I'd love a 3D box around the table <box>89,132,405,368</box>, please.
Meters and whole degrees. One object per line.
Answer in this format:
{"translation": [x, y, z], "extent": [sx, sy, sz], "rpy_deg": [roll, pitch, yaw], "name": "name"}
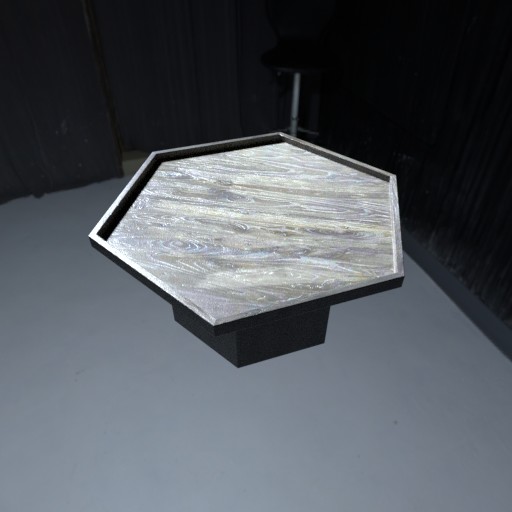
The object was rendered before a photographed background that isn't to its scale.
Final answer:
{"translation": [0.000, 0.000, 1.689], "extent": [1.115, 0.488, 0.966], "rpy_deg": [-13, 43, -14], "name": "table"}
